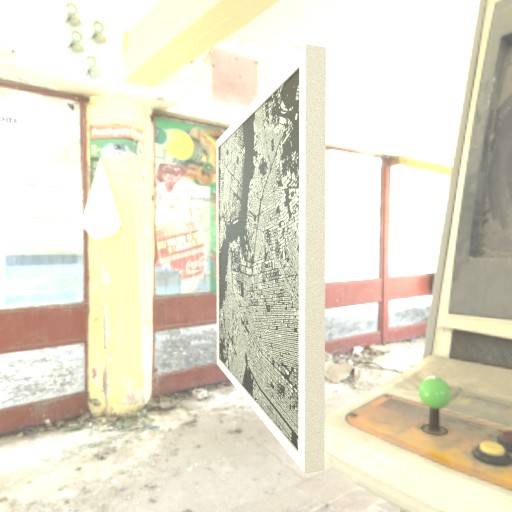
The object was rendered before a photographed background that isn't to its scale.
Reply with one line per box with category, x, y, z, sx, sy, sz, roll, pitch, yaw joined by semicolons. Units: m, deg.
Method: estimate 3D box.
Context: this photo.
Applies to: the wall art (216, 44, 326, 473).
wall art;0.000;0.000;1.155;0.050;0.762;0.761;0;2;-17
